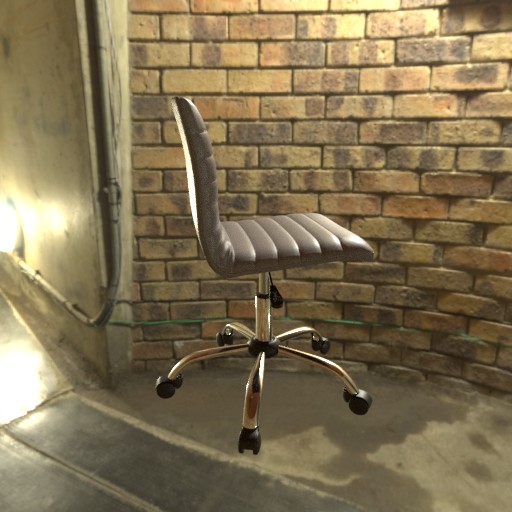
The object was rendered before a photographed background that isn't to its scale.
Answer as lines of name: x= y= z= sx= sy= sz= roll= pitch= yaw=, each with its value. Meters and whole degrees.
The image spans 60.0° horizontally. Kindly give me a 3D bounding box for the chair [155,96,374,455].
chair: x=0.000 y=0.000 z=1.127 sx=0.542 sy=0.750 sz=0.569 roll=-3 pitch=16 yaw=-9
